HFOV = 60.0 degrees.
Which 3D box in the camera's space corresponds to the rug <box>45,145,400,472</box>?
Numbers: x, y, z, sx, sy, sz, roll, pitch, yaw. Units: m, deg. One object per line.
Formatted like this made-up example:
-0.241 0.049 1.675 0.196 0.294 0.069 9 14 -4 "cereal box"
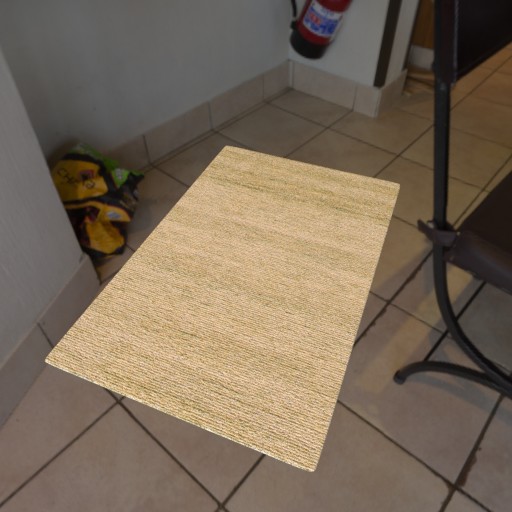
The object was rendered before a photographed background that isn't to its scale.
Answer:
0.000 0.000 2.210 1.143 0.010 1.758 16 48 15 "rug"
